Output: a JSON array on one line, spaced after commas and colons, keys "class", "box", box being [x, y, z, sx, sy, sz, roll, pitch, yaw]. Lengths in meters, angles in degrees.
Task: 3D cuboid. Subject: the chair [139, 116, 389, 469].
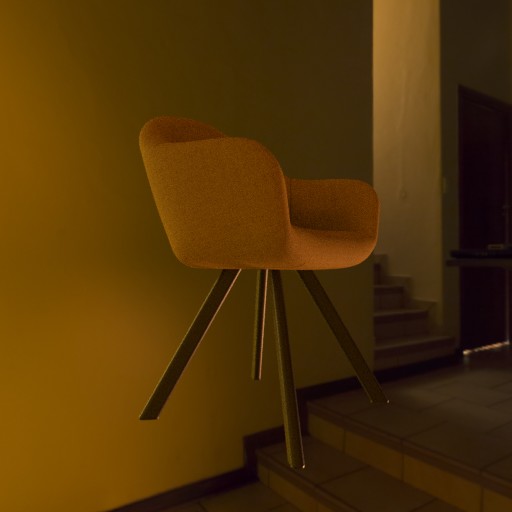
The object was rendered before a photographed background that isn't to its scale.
[{"class": "chair", "box": [0.000, 0.000, 1.178, 0.550, 0.795, 0.590, 0, -1, 35]}]
